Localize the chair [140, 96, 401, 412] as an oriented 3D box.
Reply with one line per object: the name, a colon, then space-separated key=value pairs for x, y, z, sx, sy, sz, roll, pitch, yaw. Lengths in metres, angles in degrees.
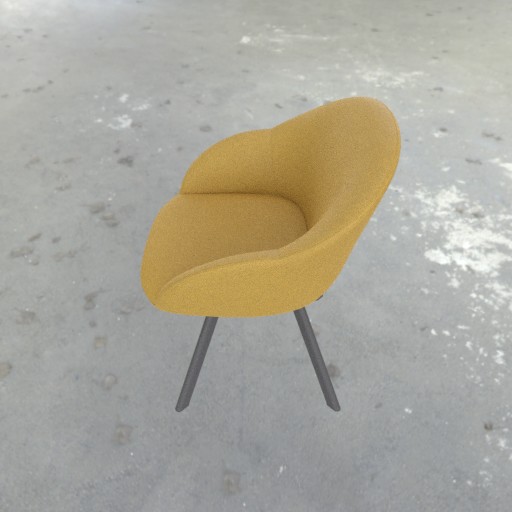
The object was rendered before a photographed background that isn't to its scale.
chair: x=0.000 y=0.000 z=1.188 sx=0.583 sy=0.793 sz=0.551 roll=0 pitch=42 yaw=0
